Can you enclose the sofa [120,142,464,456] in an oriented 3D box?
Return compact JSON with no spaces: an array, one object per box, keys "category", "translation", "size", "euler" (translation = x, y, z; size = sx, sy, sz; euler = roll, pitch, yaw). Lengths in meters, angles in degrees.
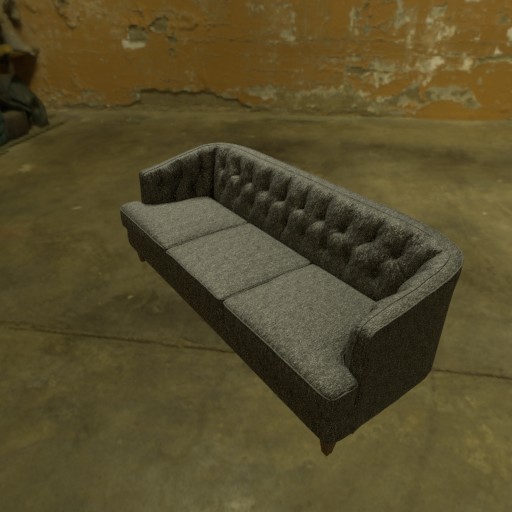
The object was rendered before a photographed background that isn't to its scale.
[{"category":"sofa","translation":[0.000,0.000,2.748],"size":[0.941,0.855,2.278],"euler":[-20,36,-30]}]
